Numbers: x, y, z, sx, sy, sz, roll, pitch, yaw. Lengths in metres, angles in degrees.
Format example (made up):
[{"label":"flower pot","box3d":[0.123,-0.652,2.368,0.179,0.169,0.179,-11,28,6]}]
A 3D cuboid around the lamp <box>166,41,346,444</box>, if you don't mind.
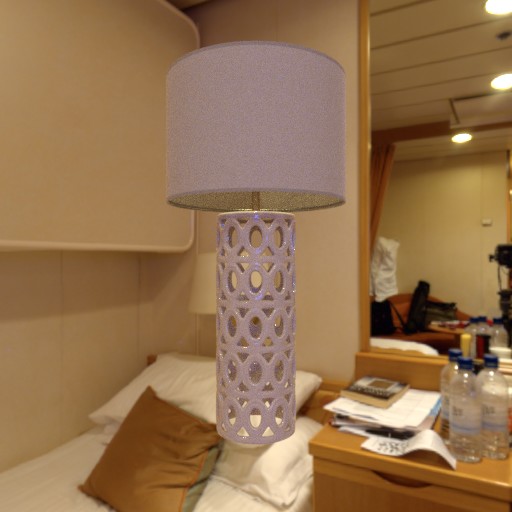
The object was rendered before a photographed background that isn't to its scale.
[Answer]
[{"label":"lamp","box3d":[0.000,0.000,0.817,0.325,0.636,0.324,0,0,-17]}]
